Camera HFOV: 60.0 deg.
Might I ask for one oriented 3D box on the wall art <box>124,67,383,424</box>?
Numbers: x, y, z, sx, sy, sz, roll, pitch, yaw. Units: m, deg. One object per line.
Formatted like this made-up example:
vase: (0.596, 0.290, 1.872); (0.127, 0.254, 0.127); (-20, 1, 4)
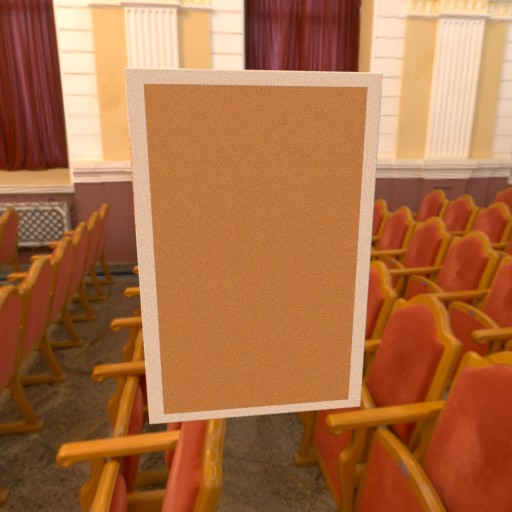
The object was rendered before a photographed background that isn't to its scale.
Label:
wall art: (0.000, 0.000, 0.493); (0.251, 0.380, 0.039); (-2, 15, -8)
